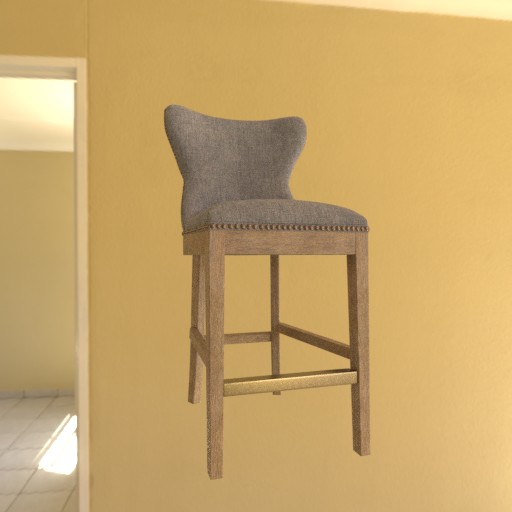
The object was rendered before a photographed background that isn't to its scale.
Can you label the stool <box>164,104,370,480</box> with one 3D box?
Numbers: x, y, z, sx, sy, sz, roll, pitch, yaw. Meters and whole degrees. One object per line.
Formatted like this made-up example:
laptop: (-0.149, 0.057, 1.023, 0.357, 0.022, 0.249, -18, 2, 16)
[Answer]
stool: (0.000, 0.000, 1.315, 0.498, 0.981, 0.608, 0, 1, -18)
